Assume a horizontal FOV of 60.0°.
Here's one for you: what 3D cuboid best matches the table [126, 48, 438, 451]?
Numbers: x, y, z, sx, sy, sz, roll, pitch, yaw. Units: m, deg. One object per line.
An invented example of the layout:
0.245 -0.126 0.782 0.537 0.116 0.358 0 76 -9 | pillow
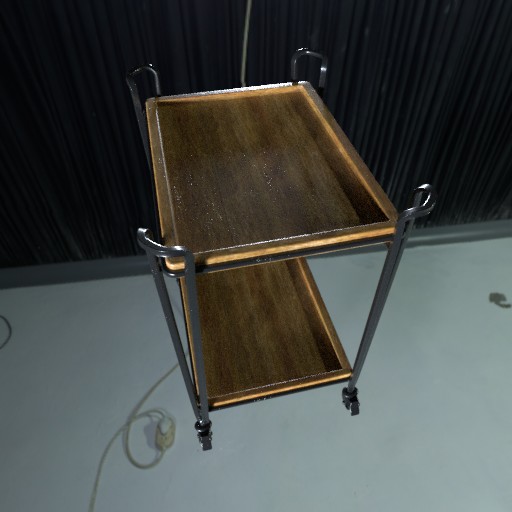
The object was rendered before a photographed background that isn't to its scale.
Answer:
0.000 0.000 1.185 0.505 0.785 0.672 -10 48 -9 | table
